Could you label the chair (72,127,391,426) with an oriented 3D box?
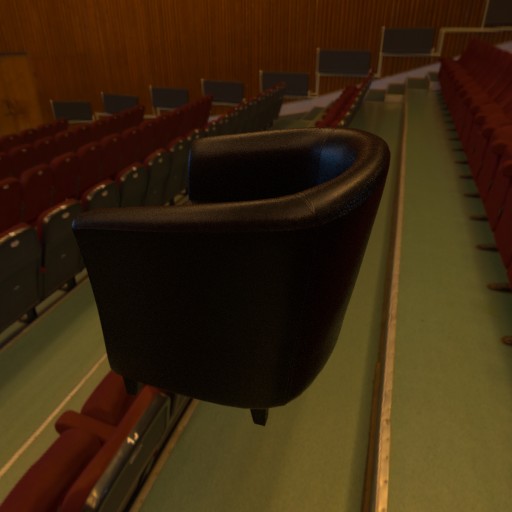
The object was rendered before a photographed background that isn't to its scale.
[{"bbox_3d":[0.000,0.000,1.412,0.727,0.756,0.793,8,31,14],"label":"chair"}]
